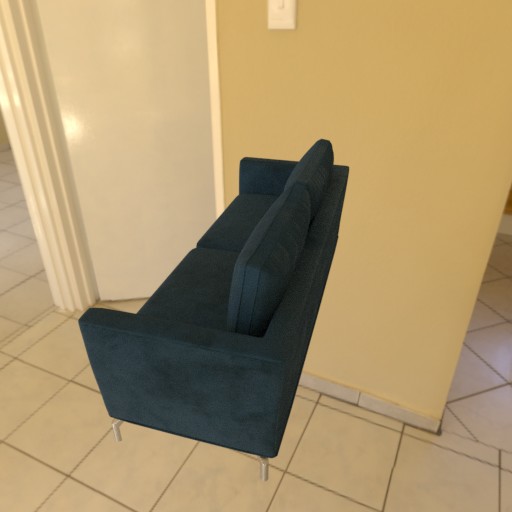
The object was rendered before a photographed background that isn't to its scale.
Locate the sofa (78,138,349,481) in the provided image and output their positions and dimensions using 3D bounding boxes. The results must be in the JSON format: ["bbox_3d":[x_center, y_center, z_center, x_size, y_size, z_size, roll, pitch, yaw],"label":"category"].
[{"bbox_3d":[0.000,0.000,2.678,0.853,0.998,2.212,8,31,14],"label":"sofa"}]
